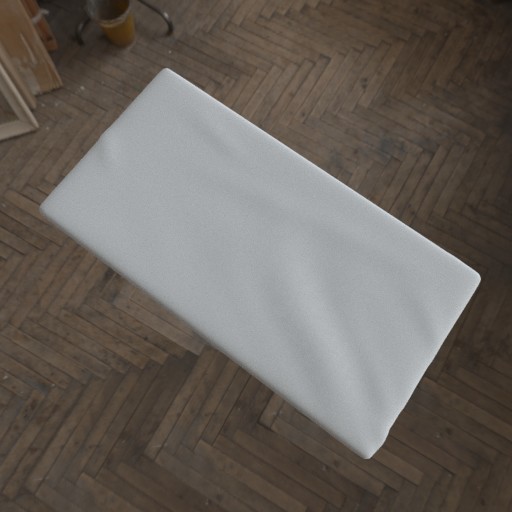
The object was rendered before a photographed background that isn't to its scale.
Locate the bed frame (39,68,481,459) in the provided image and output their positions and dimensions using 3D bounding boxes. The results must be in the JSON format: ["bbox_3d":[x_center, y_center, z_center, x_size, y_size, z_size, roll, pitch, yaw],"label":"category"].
[{"bbox_3d":[0.000,0.000,2.325,1.903,0.619,0.989,35,79,8],"label":"bed frame"}]
